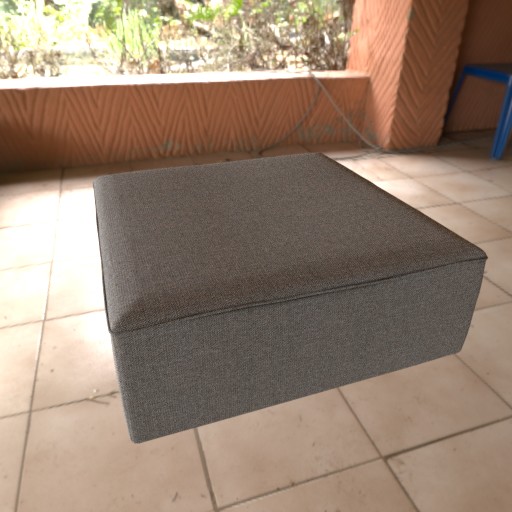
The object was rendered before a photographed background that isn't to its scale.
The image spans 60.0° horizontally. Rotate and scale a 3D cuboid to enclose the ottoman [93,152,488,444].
[{"bbox_3d":[0.000,0.000,1.544,1.023,0.423,1.017,-10,31,-17],"label":"ottoman"}]
